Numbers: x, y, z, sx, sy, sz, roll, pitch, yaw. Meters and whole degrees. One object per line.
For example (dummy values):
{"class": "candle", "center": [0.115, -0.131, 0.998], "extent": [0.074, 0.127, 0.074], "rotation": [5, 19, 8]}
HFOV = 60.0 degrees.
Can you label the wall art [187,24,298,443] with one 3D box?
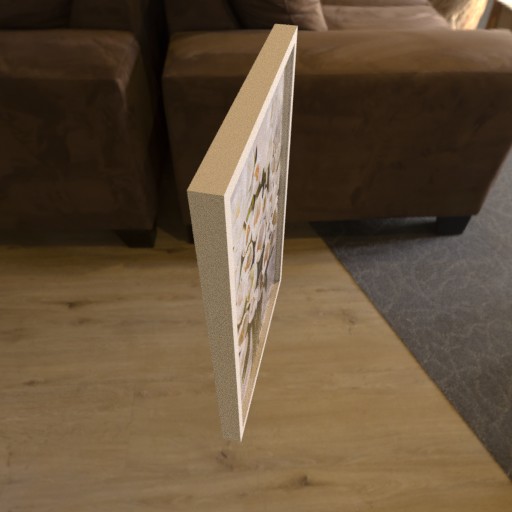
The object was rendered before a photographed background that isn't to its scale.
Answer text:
{"class": "wall art", "center": [0.000, 0.000, 0.829], "extent": [0.038, 0.657, 0.450], "rotation": [10, 48, 9]}
